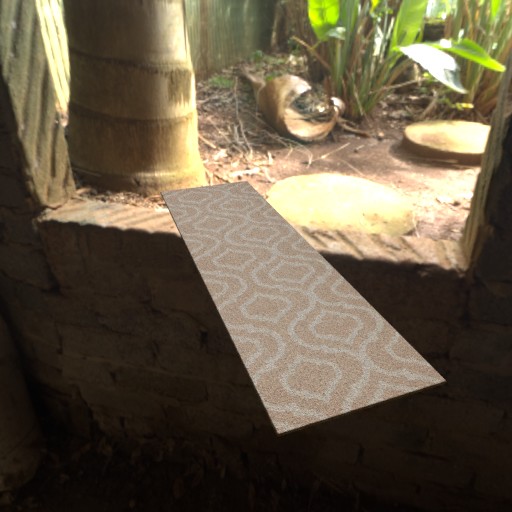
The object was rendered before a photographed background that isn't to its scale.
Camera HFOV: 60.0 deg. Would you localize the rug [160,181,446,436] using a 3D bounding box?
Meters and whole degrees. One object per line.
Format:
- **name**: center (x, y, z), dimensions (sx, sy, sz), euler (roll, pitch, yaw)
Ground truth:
- **rug**: center (0.000, 0.000, 2.497), dimensions (0.691, 0.013, 2.289), euler (-10, 32, -17)
